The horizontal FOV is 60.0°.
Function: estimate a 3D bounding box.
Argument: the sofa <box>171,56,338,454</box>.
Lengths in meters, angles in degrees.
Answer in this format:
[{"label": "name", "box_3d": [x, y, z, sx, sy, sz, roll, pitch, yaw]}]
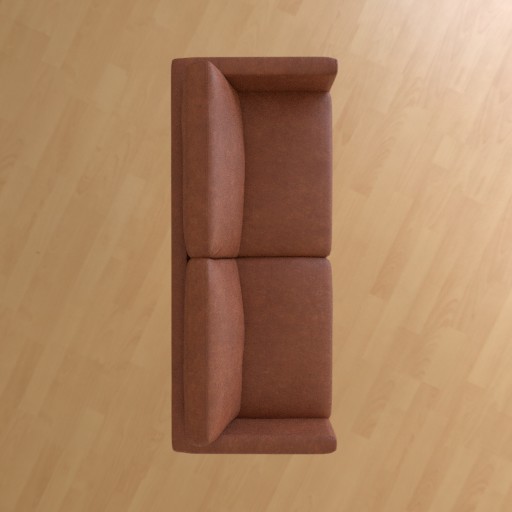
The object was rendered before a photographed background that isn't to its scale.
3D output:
[{"label": "sofa", "box_3d": [0.000, 0.000, 2.732, 0.950, 0.932, 2.204, 0, 91, 1]}]
